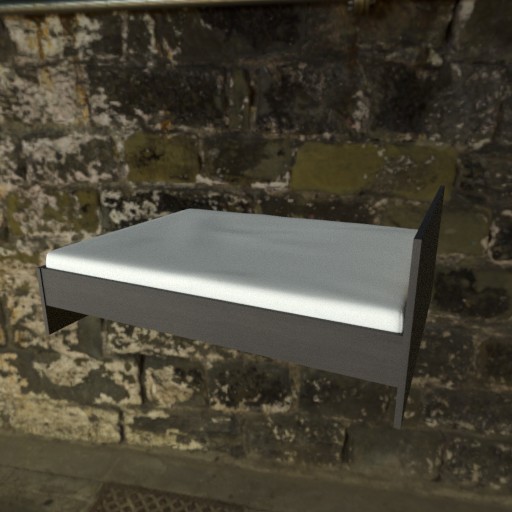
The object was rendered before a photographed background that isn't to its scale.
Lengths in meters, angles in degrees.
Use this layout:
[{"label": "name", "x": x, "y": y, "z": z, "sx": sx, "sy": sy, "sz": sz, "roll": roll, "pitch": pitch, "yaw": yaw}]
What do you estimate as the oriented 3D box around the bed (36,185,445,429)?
[{"label": "bed", "x": 0.000, "y": 0.000, "z": 2.839, "sx": 2.073, "sy": 0.823, "sz": 1.585, "roll": 8, "pitch": 18, "yaw": 24}]
